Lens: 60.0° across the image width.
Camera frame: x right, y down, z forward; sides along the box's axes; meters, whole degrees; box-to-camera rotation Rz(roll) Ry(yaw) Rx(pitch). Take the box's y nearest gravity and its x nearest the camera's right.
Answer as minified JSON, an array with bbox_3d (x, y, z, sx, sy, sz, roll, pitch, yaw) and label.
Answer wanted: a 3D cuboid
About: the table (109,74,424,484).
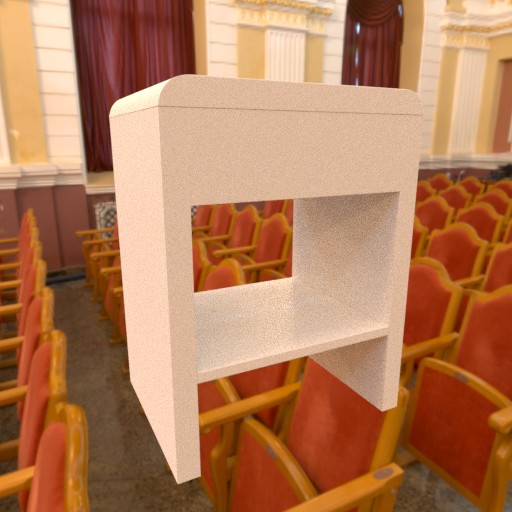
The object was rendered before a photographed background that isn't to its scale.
[{"bbox_3d":[0.000,0.000,0.855,0.450,0.590,0.350,-7,16,-26],"label":"table"}]
